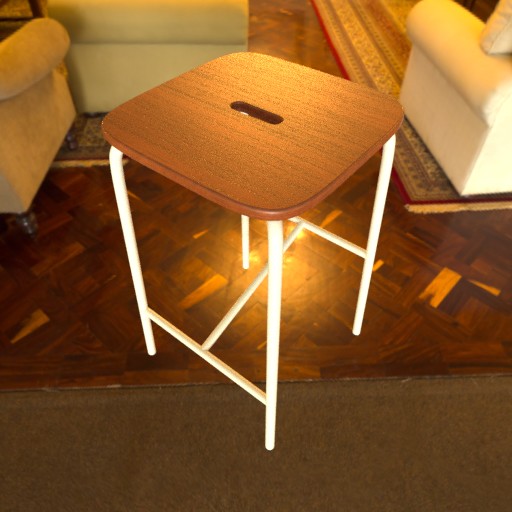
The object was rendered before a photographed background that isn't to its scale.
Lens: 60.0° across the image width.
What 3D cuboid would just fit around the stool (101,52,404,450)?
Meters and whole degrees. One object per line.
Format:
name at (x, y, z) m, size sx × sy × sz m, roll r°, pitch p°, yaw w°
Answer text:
stool at (0.000, 0.000, 0.872) m, size 0.376 × 0.610 × 0.376 m, roll 30°, pitch 53°, yaw 26°
